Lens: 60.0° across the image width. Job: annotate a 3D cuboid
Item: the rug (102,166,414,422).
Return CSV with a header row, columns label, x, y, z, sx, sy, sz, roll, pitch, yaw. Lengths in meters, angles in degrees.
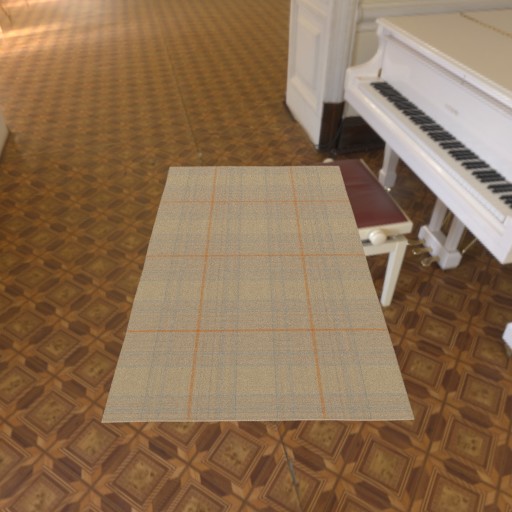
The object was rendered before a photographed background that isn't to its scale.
label,x,y,z,sx,sy,sz,roll,pitch,yaw
rug,0.000,0.000,3.076,1.527,0.016,2.442,0,41,0
